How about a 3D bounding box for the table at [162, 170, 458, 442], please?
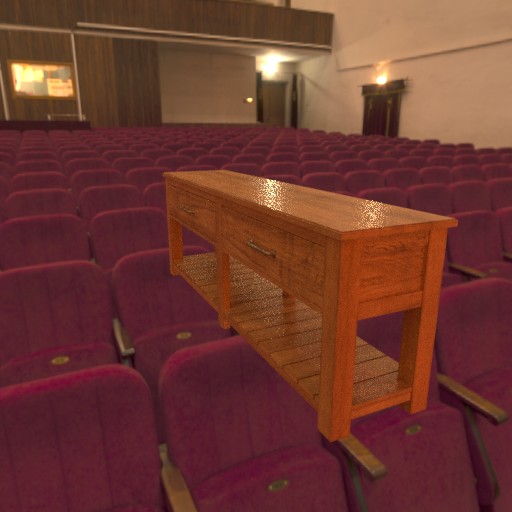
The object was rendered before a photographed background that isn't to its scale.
[{"bbox_3d":[0.000,0.000,2.063,0.425,0.635,1.815,-7,17,-24],"label":"table"}]
